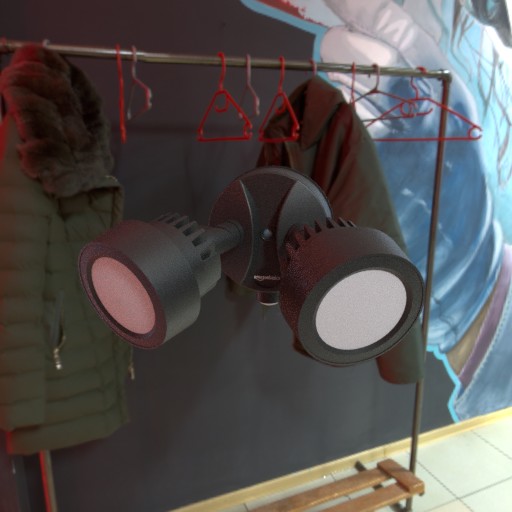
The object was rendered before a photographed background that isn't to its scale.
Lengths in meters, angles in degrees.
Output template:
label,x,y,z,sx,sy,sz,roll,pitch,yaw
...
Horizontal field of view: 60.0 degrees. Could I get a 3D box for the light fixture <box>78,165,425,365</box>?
label,x,y,z,sx,sy,sz,roll,pitch,yaw
light fixture,0.000,0.000,0.316,0.213,0.120,0.168,2,14,10
